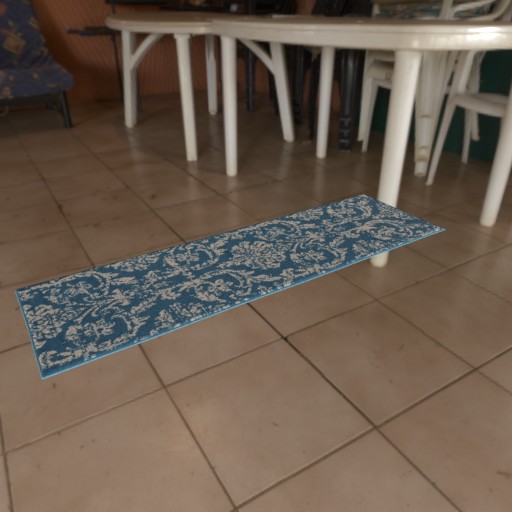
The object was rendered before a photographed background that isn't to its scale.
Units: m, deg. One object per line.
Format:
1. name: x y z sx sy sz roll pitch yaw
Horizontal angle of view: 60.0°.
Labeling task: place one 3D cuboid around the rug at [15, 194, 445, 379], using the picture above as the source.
1. rug: 0.000 0.000 2.301 2.196 0.011 0.662 -18 34 -28
